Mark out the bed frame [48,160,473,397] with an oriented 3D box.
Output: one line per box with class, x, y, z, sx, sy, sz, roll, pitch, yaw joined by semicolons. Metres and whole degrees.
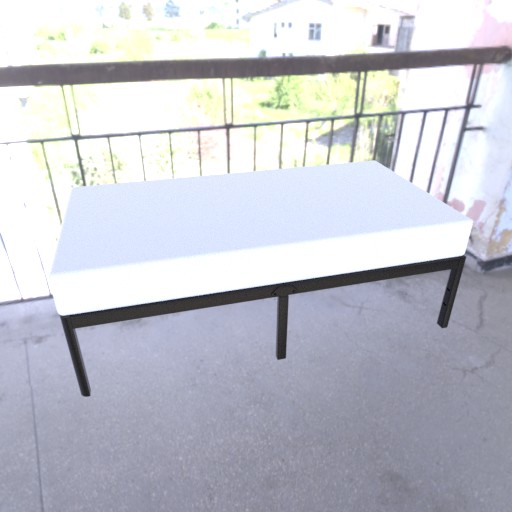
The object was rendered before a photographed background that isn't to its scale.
bed frame;0.000;0.000;2.514;1.950;0.659;1.023;-8;31;-13
